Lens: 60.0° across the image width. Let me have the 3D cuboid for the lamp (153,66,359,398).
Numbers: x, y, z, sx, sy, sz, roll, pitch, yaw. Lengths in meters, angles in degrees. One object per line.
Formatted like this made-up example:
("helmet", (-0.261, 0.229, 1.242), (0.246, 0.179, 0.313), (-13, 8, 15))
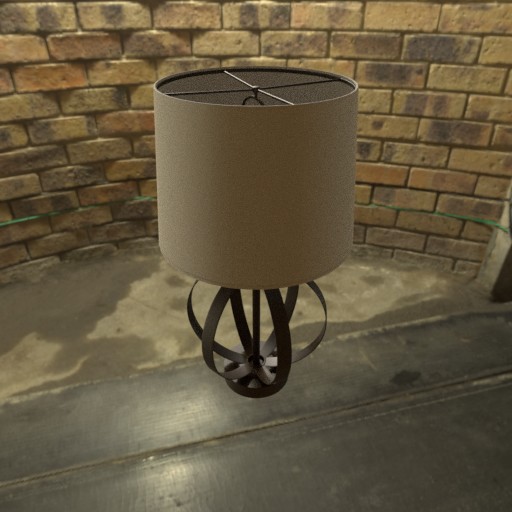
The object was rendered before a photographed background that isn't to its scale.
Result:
("lamp", (0.000, 0.000, 0.687), (0.286, 0.510, 0.286), (0, 32, 0))
